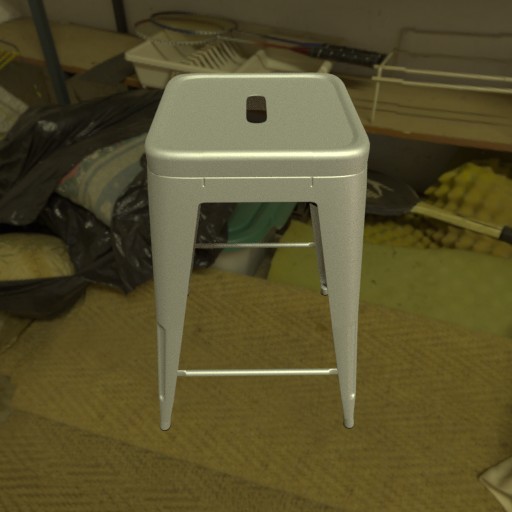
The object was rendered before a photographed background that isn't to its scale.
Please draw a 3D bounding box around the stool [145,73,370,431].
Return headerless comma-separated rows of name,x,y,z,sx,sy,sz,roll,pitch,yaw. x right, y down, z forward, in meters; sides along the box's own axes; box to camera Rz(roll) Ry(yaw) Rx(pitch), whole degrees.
stool,0.000,0.000,0.876,0.406,0.610,0.406,0,41,-1
